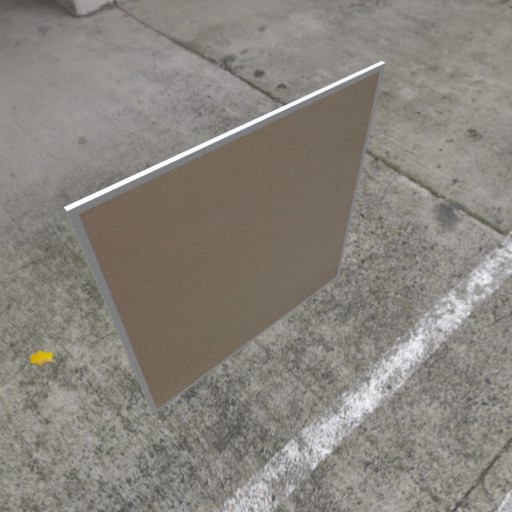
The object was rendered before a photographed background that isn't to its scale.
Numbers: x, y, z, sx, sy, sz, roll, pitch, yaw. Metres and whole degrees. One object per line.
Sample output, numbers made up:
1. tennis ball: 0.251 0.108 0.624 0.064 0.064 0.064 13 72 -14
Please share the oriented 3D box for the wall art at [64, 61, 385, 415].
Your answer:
1. wall art: 0.000 0.000 0.671 0.456 0.456 0.007 -33 56 -26
